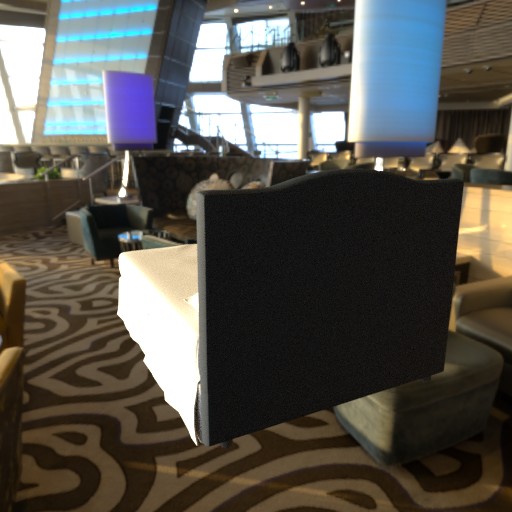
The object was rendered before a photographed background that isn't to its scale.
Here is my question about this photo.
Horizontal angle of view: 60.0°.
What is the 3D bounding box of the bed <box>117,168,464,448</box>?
[{"bbox_3d":[0.000,0.000,3.458,1.821,1.436,2.282,-7,16,-26],"label":"bed"}]
